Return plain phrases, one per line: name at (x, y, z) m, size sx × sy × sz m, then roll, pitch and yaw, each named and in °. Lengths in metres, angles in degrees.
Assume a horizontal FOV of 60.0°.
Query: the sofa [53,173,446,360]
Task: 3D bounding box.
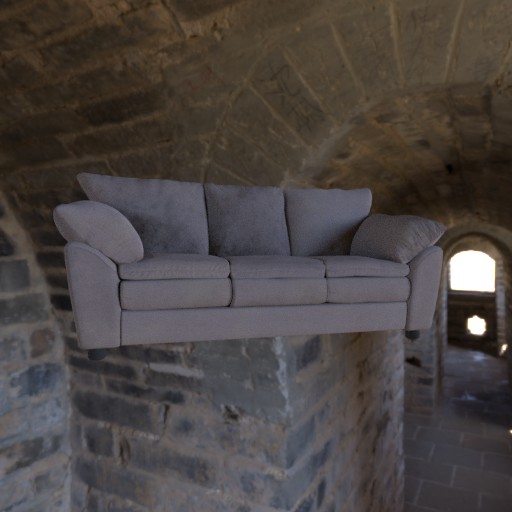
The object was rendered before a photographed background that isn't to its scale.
sofa at (0.000, 0.000, 2.881) m, size 2.336 × 1.073 × 0.878 m, roll 0°, pitch -1°, yaw -18°
